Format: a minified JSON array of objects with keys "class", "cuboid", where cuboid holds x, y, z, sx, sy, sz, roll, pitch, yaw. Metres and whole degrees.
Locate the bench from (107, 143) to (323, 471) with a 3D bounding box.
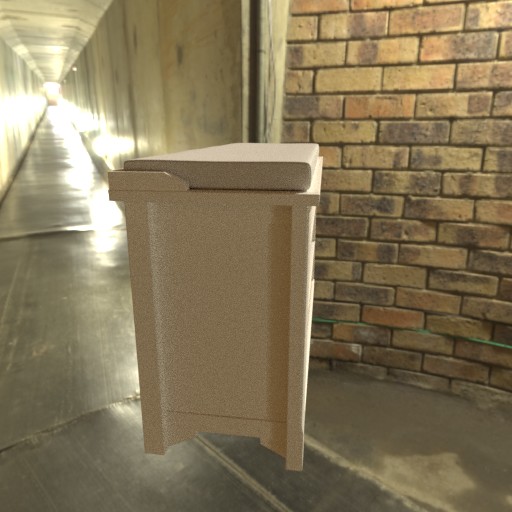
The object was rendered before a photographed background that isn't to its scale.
[{"class":"bench","cuboid":[0.000,0.000,1.243,0.346,0.589,0.987,2,16,8]}]
